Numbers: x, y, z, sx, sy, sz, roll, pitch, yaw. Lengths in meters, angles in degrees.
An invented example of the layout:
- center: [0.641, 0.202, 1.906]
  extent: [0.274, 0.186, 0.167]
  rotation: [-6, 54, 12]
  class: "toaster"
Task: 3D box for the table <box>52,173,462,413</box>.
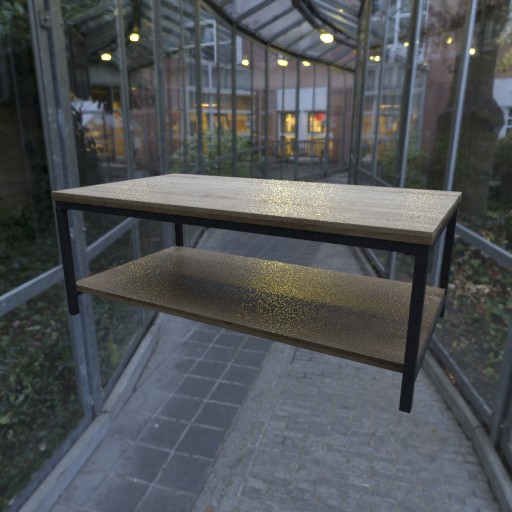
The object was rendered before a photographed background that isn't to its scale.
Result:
- center: [0.000, 0.000, 1.359]
  extent: [1.062, 0.393, 0.574]
  rotation: [9, 19, 28]
  class: "table"
